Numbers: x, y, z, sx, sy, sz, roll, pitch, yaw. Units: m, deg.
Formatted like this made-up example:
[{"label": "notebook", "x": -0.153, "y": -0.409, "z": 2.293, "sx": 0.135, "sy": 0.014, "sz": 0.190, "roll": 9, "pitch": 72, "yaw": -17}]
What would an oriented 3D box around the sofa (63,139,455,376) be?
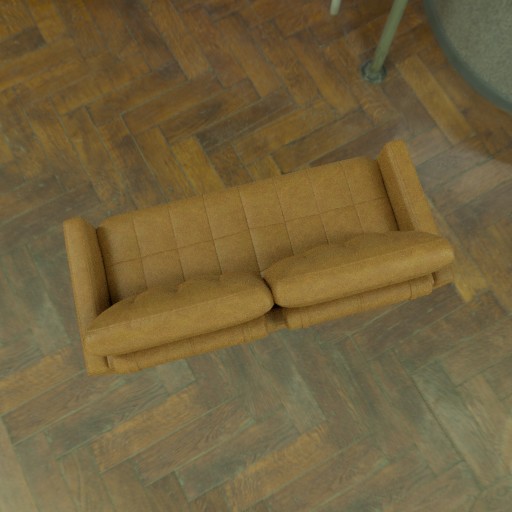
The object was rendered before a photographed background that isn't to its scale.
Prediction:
[{"label": "sofa", "x": 0.000, "y": 0.000, "z": 2.288, "sx": 1.821, "sy": 0.898, "sz": 0.850, "roll": -14, "pitch": 77, "yaw": -3}]
